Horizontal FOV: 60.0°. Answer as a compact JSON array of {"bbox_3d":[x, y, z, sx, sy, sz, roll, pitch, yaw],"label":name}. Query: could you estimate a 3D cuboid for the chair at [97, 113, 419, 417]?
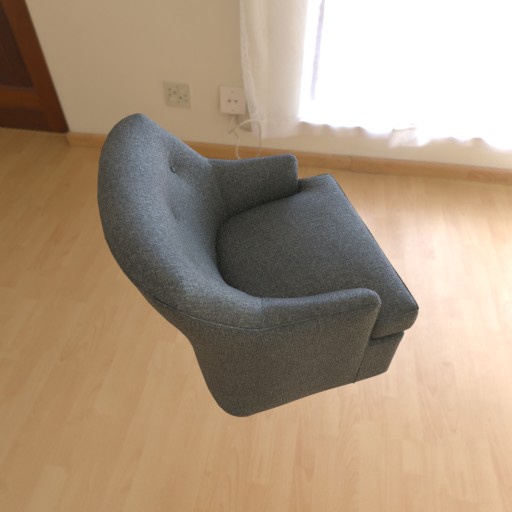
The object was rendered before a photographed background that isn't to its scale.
[{"bbox_3d":[0.000,0.000,1.601,0.923,0.856,0.864,-12,48,-11],"label":"chair"}]
